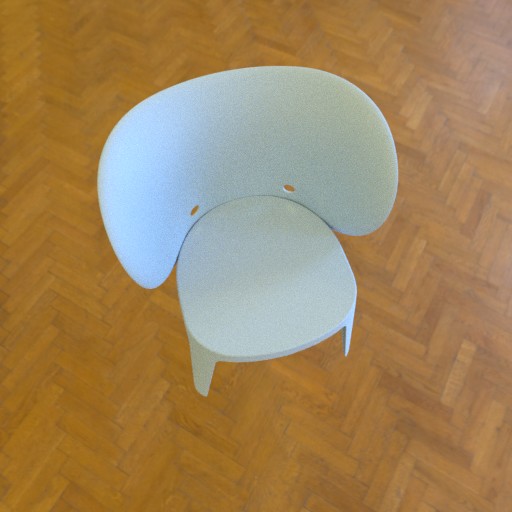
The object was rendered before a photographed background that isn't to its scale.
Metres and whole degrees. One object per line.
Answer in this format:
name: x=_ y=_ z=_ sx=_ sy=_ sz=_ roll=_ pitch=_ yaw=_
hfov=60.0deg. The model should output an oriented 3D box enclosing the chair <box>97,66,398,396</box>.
chair: x=0.000 y=0.000 z=0.862 sx=0.451 sy=0.554 sz=0.402 roll=-14 pitch=64 yaw=-7
